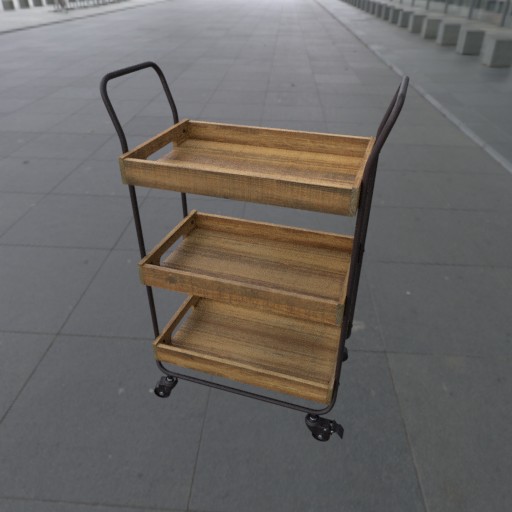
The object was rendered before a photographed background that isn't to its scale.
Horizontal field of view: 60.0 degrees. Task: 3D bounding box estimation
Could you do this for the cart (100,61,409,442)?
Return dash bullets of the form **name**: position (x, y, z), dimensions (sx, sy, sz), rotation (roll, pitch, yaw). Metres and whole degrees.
- **cart**: position (0.000, 0.000, 1.111), dimensions (0.583, 0.857, 0.339), rotation (10, 34, 16)
